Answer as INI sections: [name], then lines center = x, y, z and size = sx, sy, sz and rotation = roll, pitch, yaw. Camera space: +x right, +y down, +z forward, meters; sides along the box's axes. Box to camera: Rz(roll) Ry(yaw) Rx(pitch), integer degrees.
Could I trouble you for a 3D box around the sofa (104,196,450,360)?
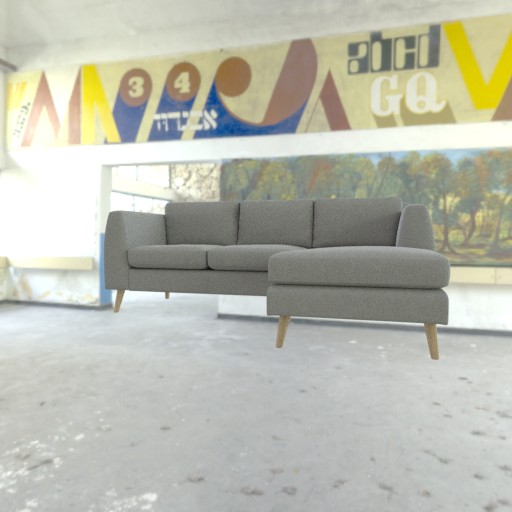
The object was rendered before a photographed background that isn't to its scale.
[sofa]
center = 0.000, 0.000, 3.030
size = 2.300, 0.860, 1.580
rotation = 1, 2, 17
